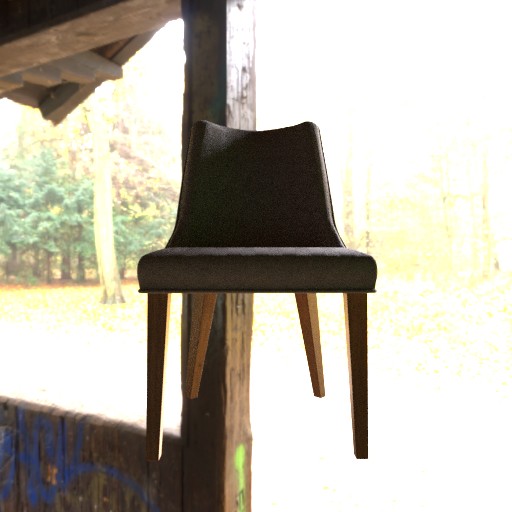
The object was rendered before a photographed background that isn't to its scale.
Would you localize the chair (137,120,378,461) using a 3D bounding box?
[{"bbox_3d":[0.000,0.000,1.306,0.548,0.916,0.636,0,1,-1],"label":"chair"}]
